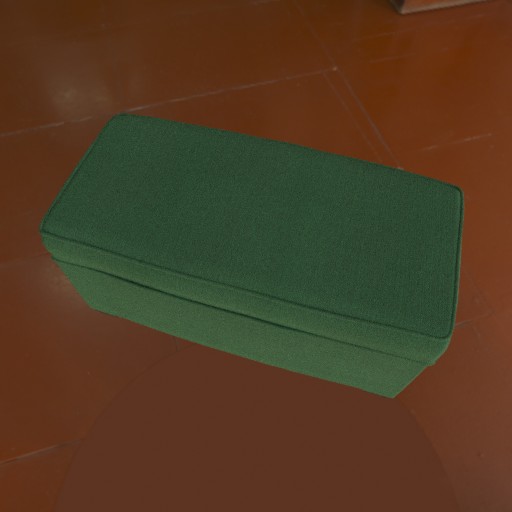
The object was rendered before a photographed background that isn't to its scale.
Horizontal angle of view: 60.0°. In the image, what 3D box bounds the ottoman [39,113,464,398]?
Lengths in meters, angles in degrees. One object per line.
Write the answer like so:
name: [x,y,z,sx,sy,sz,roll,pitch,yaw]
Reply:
ottoman: [0.000,0.000,1.229,0.957,0.471,0.483,15,60,9]
